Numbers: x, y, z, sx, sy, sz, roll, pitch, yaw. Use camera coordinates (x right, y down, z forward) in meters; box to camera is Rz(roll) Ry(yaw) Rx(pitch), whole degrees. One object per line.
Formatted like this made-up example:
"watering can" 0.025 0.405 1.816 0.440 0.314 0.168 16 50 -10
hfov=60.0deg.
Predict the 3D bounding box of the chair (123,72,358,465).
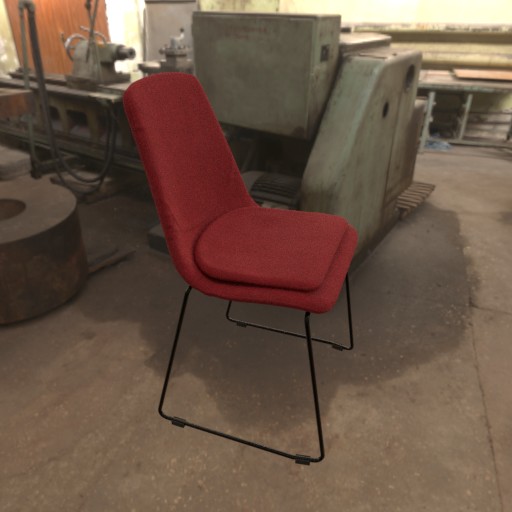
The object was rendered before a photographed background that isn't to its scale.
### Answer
"chair" 0.000 0.000 1.148 0.518 0.858 0.479 10 30 18
